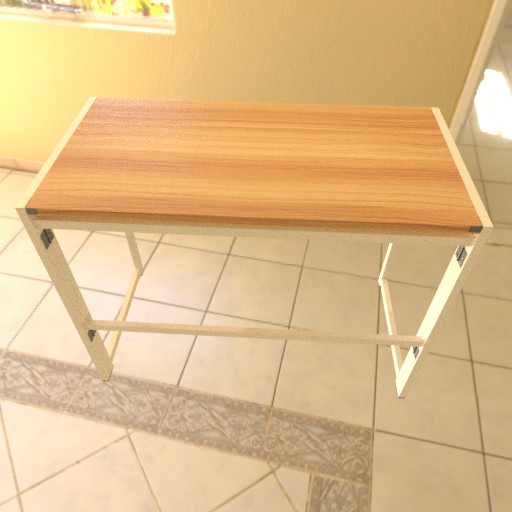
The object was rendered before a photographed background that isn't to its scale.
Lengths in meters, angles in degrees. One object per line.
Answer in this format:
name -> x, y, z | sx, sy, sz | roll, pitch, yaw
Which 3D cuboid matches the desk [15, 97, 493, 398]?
desk -> 0.000, 0.000, 1.383 | 1.016, 0.762, 0.508 | 3, 46, 2
